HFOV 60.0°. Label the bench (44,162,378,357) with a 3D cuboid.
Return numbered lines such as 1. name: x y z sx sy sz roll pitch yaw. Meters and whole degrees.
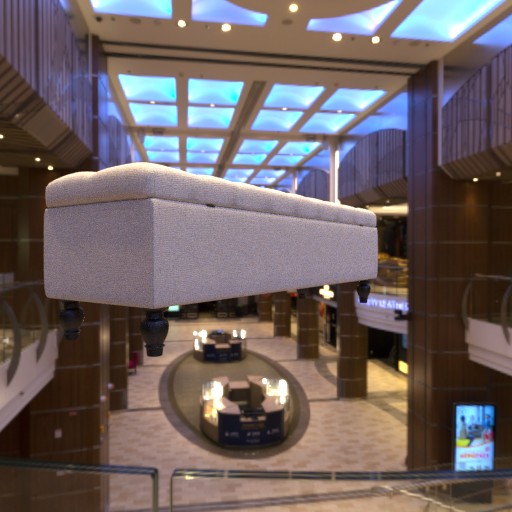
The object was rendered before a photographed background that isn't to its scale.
1. bench: 0.000 0.000 1.721 0.455 0.467 1.480 0 1 35
